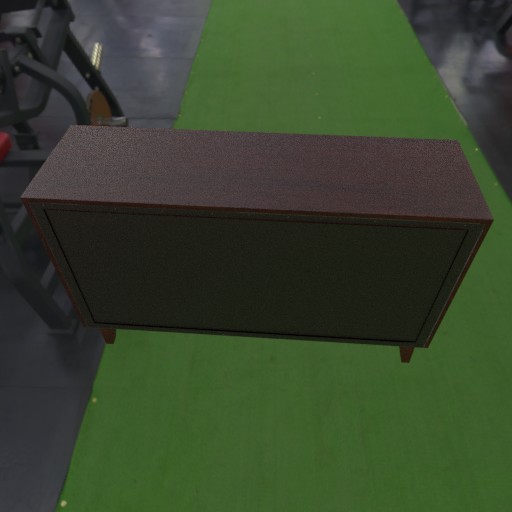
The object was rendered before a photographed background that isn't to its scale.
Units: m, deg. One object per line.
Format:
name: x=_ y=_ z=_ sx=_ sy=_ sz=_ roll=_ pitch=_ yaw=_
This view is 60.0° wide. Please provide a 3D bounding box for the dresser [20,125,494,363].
dresser: x=0.000 y=0.000 z=2.019 sx=1.609 sy=0.971 sz=0.499 roll=3 pitch=46 yaw=3
